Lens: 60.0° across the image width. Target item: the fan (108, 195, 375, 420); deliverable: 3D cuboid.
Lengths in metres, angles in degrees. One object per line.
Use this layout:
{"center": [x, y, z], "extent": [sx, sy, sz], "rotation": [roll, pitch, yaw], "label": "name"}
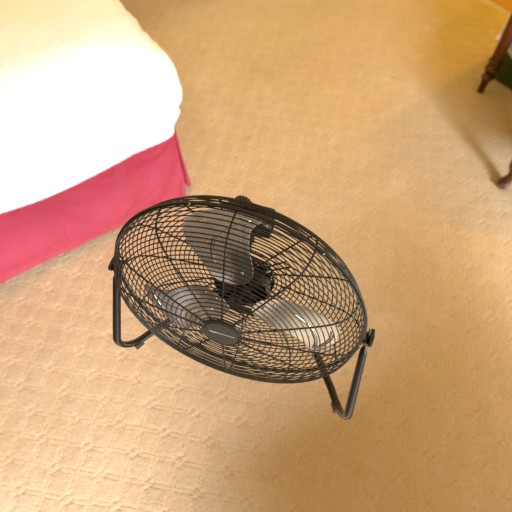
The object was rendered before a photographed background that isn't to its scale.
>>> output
{"center": [0.000, 0.000, 0.920], "extent": [0.555, 0.546, 0.424], "rotation": [15, 59, 9], "label": "fan"}
